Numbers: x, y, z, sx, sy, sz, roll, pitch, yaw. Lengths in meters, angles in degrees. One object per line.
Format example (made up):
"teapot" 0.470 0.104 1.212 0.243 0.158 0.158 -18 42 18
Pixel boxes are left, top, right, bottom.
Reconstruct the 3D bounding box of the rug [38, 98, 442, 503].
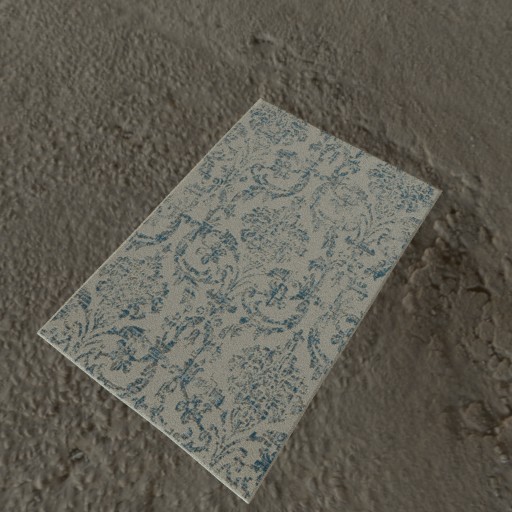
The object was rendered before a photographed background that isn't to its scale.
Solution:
"rug" 0.000 0.000 2.246 1.213 0.012 1.831 32 68 15
